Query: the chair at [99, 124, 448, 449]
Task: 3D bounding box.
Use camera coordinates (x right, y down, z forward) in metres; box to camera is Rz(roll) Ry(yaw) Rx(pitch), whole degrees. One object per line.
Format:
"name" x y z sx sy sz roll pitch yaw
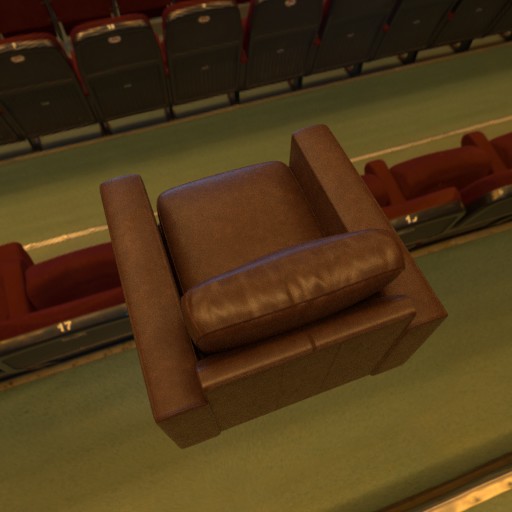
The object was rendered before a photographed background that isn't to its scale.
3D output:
"chair" 0.000 0.000 1.727 1.005 0.873 1.016 -17 60 -10
